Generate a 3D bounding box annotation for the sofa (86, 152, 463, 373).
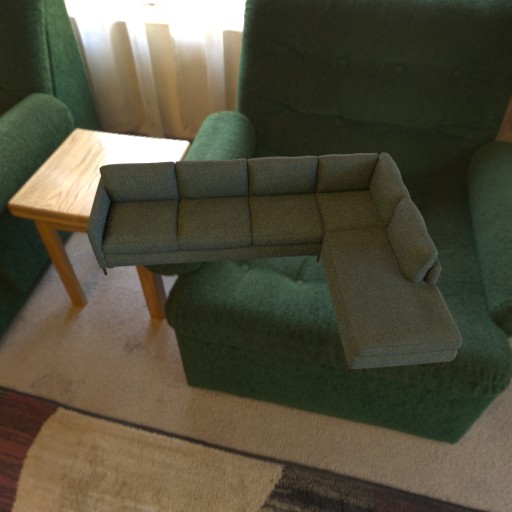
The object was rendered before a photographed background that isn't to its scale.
[{"bbox_3d":[0.000,0.000,3.859,2.949,0.815,2.007,-3,47,-3],"label":"sofa"}]
